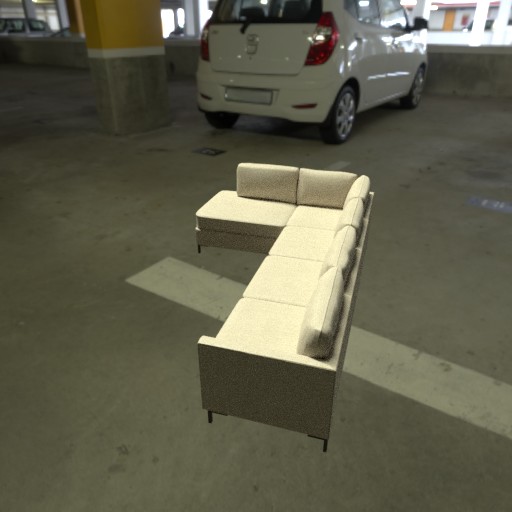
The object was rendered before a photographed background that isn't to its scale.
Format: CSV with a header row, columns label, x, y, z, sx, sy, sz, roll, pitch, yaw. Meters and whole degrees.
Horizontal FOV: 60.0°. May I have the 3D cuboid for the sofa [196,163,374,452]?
label,x,y,z,sx,sy,sz,roll,pitch,yaw
sofa,0.000,0.000,4.449,2.048,0.996,3.384,8,29,15
